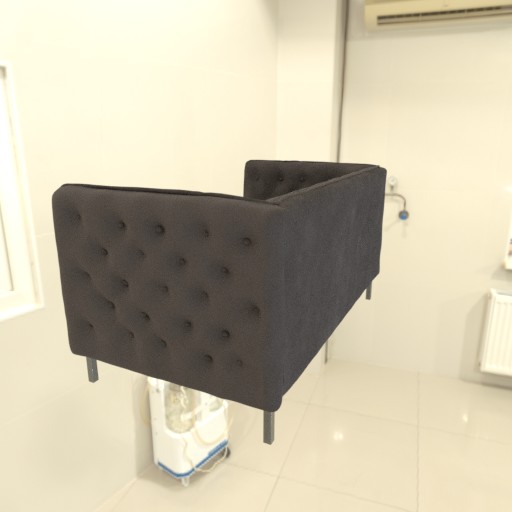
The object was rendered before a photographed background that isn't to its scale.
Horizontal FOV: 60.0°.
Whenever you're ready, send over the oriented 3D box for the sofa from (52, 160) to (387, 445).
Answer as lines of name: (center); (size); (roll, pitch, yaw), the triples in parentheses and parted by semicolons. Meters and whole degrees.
sofa: (0.000, 0.000, 2.126); (0.909, 0.810, 1.583); (8, 18, 25)
